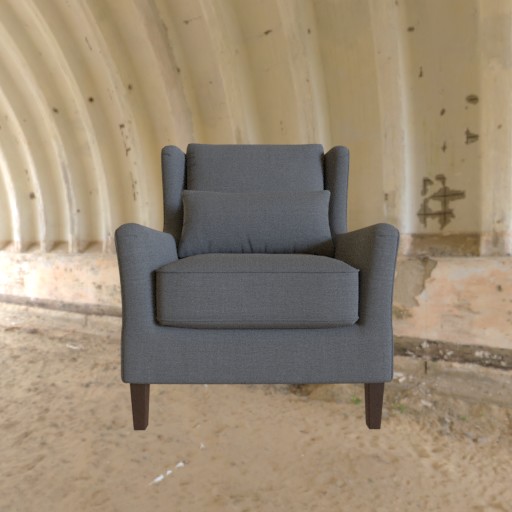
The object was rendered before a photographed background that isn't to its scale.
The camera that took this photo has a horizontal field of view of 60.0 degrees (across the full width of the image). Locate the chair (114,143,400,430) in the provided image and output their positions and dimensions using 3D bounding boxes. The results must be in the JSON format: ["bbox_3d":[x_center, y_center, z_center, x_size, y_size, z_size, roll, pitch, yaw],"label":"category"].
[{"bbox_3d":[0.000,0.000,1.807,0.866,1.056,1.040,0,1,-1],"label":"chair"}]
